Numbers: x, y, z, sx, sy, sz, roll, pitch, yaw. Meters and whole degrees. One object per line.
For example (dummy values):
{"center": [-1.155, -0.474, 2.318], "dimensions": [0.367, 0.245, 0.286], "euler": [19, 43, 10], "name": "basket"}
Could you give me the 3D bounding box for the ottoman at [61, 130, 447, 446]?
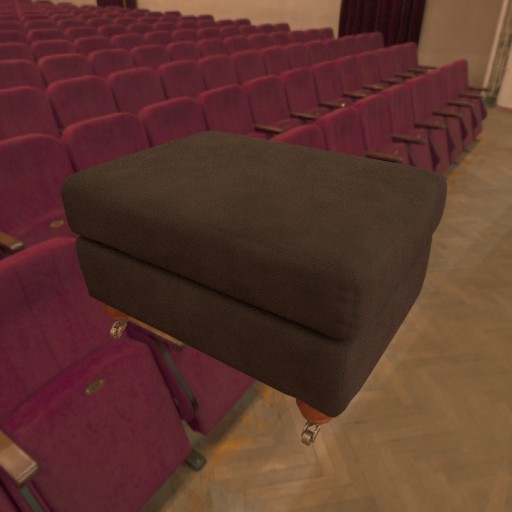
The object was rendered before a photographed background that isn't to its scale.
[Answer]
{"center": [0.000, 0.000, 1.141], "dimensions": [0.773, 0.497, 0.574], "euler": [19, 35, 29], "name": "ottoman"}
